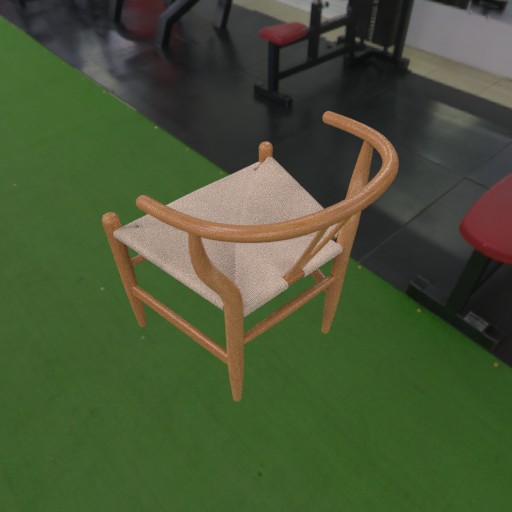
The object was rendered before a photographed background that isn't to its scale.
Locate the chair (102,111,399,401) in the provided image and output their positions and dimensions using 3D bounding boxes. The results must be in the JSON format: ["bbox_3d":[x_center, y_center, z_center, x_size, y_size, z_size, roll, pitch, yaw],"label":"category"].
[{"bbox_3d":[0.000,0.000,1.180,0.569,0.730,0.579,-31,53,-26],"label":"chair"}]
